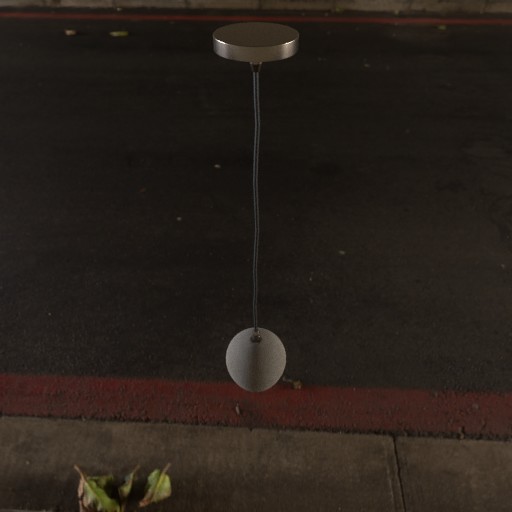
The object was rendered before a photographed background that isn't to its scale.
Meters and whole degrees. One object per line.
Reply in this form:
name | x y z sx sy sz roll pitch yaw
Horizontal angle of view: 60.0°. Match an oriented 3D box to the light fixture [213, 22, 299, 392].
light fixture | 0.000 0.000 0.823 0.139 0.764 0.139 25 47 26
